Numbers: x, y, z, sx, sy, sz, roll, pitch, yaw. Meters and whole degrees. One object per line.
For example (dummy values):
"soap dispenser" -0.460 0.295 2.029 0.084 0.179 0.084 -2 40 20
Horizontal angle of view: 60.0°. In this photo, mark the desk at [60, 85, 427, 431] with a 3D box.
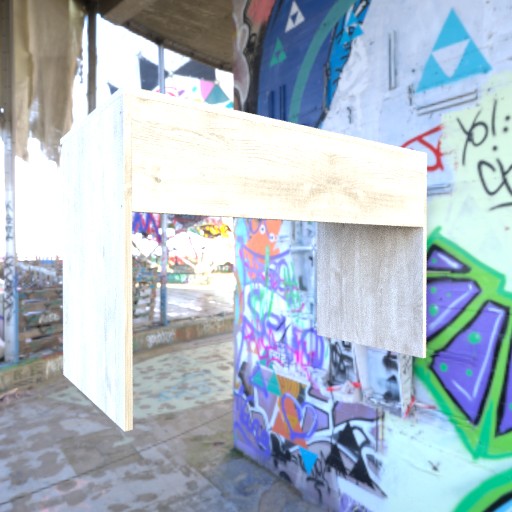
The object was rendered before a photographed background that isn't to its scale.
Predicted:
"desk" 0.000 0.000 1.483 1.100 0.730 0.560 -1 1 -36
